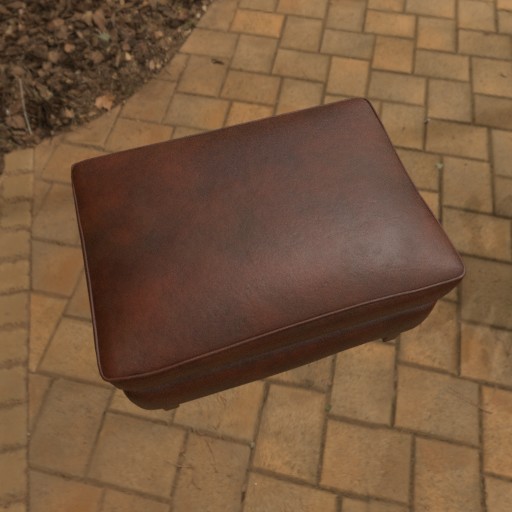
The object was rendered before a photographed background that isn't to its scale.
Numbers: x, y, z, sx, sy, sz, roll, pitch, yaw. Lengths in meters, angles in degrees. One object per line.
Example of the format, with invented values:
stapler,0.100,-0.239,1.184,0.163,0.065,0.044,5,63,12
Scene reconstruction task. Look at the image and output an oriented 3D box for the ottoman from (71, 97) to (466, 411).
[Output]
ottoman,0.000,0.000,0.977,0.665,0.432,0.501,-15,64,-8
